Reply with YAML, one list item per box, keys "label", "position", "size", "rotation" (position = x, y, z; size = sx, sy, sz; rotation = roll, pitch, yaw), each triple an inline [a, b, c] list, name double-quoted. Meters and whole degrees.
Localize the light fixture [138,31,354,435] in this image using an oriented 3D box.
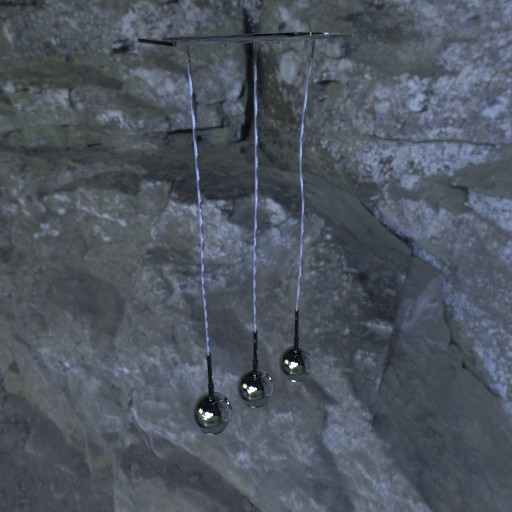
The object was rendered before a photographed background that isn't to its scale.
- label: "light fixture"
  position: [0.000, 0.000, 1.581]
  size: [0.623, 1.408, 0.188]
  rotation: [-21, 36, -33]
